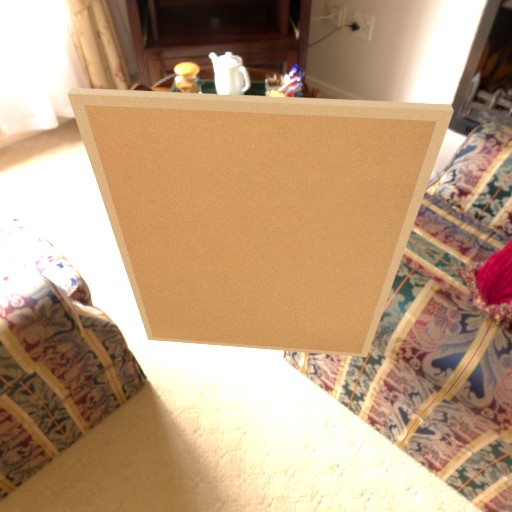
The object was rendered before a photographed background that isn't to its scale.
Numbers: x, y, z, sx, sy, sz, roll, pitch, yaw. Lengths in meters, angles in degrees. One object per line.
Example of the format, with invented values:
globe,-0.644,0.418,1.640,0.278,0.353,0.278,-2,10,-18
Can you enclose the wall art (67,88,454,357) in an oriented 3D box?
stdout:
wall art,0.000,0.000,0.607,0.382,0.456,0.013,4,47,4
